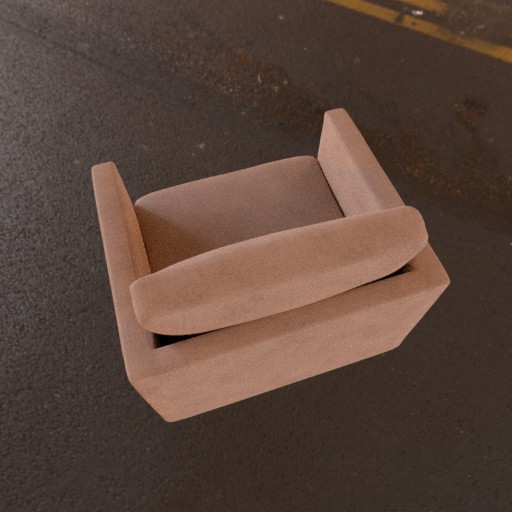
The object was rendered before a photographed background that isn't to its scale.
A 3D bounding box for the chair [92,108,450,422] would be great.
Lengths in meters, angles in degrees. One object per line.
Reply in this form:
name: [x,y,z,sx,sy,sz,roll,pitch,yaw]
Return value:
chair: [0.000,0.000,1.880,1.133,0.961,0.959,-16,61,-9]
